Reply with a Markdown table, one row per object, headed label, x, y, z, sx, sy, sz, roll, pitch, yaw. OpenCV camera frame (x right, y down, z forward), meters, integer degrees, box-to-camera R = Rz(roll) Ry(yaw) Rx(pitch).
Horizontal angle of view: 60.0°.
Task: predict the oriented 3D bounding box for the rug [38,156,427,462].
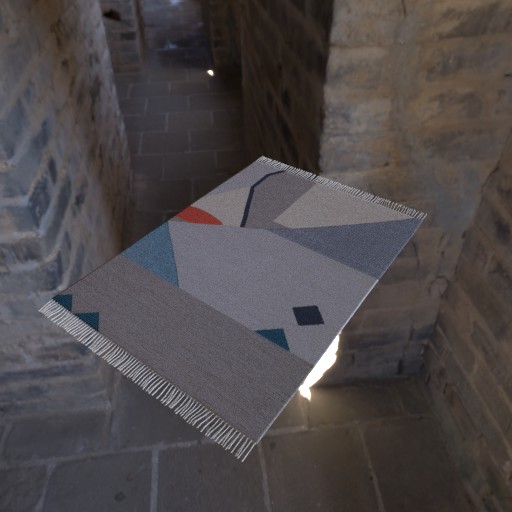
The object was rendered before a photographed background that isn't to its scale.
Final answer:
| label | x | y | z | sx | sy | sz | roll | pitch | yaw |
| --- | --- | --- | --- | --- | --- | --- | --- | --- | --- |
| rug | 0.000 | 0.000 | 2.363 | 1.220 | 0.005 | 1.828 | 25 | 47 | 26 |
